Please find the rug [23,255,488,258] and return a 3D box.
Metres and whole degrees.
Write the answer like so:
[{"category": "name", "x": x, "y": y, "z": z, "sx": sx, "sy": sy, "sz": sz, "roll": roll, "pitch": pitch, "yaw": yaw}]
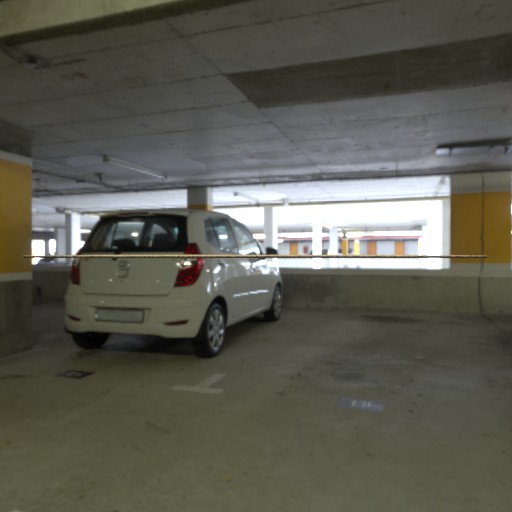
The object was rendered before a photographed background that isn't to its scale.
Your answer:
[{"category": "rug", "x": 0.000, "y": 0.000, "z": 2.940, "sx": 2.283, "sy": 0.013, "sz": 1.547, "roll": 0, "pitch": 0, "yaw": 1}]
